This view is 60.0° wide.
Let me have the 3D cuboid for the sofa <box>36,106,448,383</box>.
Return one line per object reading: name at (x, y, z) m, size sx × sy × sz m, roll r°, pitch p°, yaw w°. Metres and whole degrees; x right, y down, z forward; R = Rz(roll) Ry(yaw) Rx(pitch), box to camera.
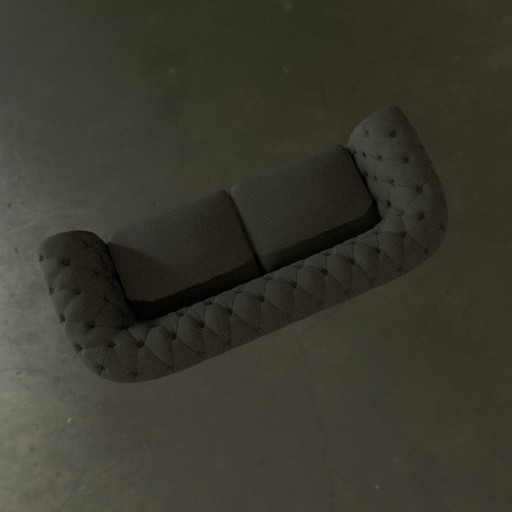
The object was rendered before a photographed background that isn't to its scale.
sofa at (0.000, 0.000, 2.799) m, size 2.362 × 0.762 × 0.991 m, roll -22°, pitch 76°, yaw -6°
